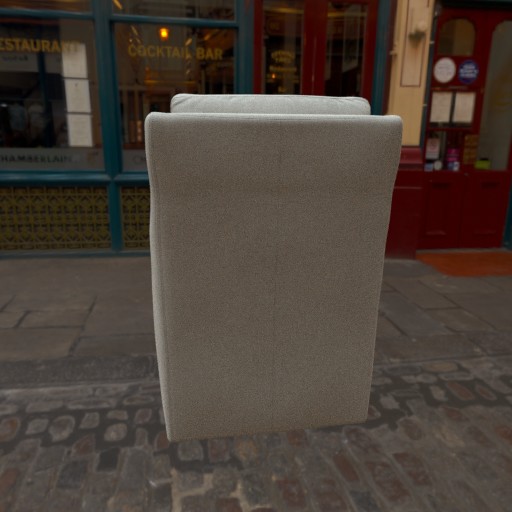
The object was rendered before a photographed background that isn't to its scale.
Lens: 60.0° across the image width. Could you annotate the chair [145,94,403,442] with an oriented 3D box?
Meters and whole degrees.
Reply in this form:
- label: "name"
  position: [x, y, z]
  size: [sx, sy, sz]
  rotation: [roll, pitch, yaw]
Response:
- label: "chair"
  position: [0.000, 0.000, 1.395]
  size: [0.626, 0.914, 0.694]
  rotation: [-2, 14, -9]
